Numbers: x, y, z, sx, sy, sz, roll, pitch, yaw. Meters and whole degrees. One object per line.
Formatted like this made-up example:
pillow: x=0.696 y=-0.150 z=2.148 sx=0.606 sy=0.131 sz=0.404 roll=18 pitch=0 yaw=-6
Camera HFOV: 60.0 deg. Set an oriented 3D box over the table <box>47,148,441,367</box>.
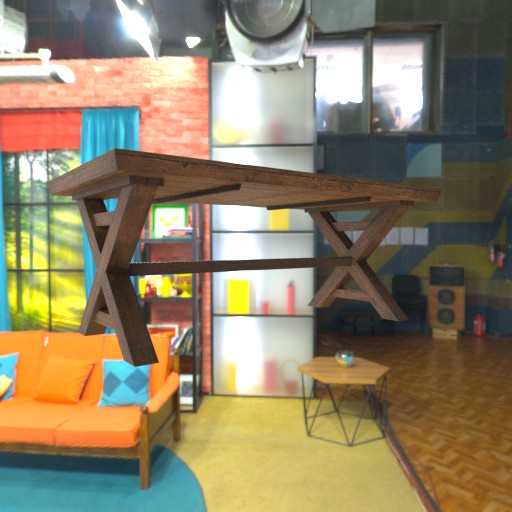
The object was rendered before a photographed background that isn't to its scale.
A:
table: x=0.000 y=0.000 z=2.516 sx=1.966 sy=0.793 sz=1.071 roll=-1 pitch=2 yaw=-36
